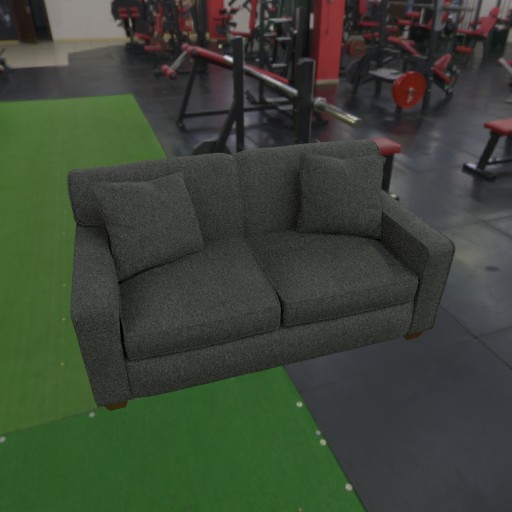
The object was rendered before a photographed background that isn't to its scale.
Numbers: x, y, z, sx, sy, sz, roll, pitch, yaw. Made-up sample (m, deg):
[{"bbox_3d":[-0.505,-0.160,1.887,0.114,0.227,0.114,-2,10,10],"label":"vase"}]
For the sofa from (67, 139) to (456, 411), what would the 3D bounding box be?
[{"bbox_3d":[0.000,0.000,2.447,1.846,0.958,0.998,-9,33,-15],"label":"sofa"}]
